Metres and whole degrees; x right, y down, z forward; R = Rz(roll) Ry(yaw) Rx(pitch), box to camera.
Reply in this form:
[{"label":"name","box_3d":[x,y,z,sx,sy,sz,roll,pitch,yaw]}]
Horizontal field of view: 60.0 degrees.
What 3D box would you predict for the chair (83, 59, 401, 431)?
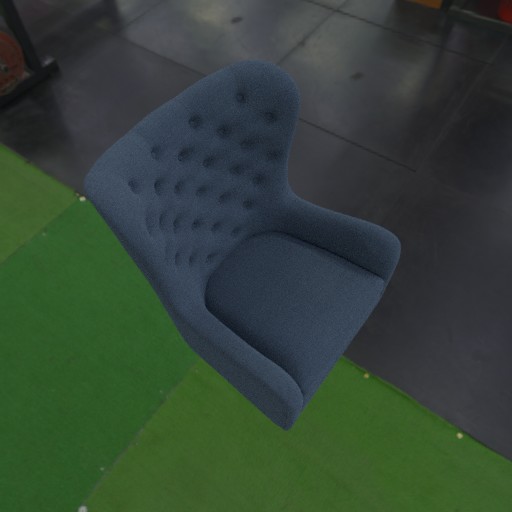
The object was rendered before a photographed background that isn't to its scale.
[{"label":"chair","box_3d":[0.000,0.000,1.754,0.930,1.079,0.831,33,63,19]}]
